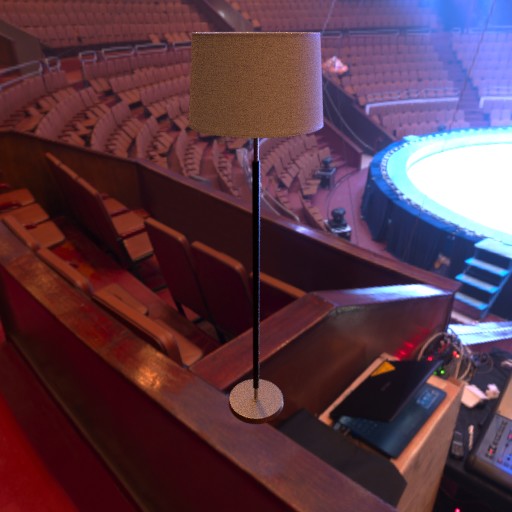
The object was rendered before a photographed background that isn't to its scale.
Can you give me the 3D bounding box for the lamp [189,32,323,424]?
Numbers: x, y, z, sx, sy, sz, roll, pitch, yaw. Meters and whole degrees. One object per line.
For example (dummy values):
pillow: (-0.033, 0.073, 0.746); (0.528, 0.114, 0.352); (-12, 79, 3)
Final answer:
lamp: (0.000, 0.000, 1.608); (0.420, 1.447, 0.420); (0, 27, 0)
